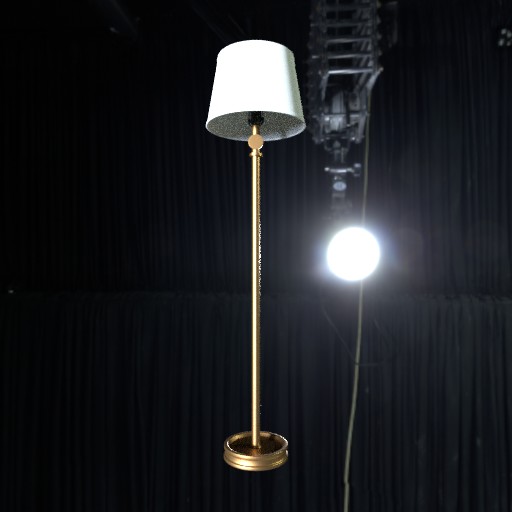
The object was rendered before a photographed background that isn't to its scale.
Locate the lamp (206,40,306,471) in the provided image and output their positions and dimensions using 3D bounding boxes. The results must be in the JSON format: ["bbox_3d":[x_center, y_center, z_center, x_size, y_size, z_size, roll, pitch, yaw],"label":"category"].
[{"bbox_3d":[0.000,0.000,0.794,0.178,0.710,0.178,0,-1,0],"label":"lamp"}]
